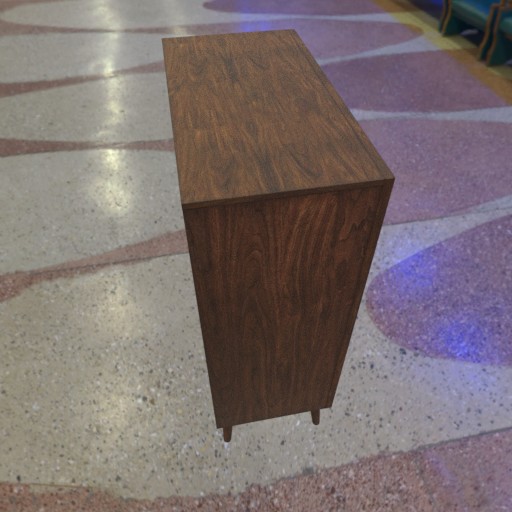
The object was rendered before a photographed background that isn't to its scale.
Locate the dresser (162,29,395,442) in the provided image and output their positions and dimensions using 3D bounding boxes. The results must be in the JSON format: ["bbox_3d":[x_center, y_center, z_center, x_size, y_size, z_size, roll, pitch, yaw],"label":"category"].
[{"bbox_3d":[0.000,0.000,1.770,0.498,1.365,0.919,-8,47,-8],"label":"dresser"}]
